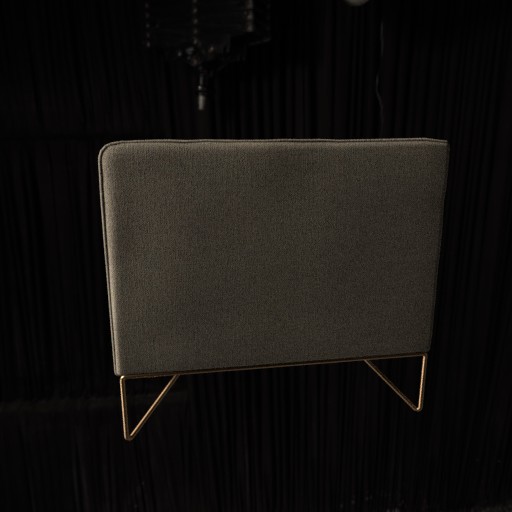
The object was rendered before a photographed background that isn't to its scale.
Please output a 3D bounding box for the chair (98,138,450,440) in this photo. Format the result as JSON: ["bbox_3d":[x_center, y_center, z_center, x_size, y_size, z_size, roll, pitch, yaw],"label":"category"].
[{"bbox_3d":[0.000,0.000,1.605,0.912,0.799,0.920,-2,13,-9],"label":"chair"}]
